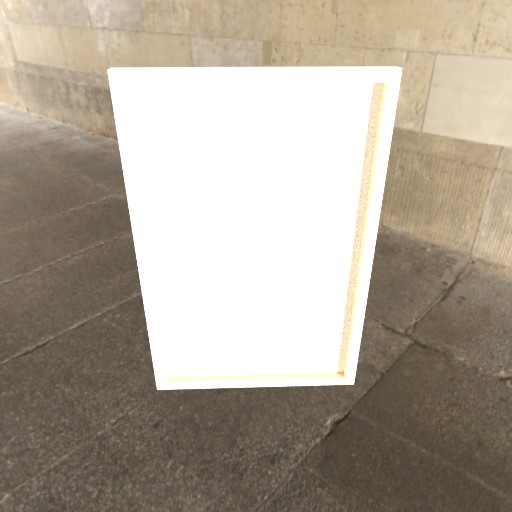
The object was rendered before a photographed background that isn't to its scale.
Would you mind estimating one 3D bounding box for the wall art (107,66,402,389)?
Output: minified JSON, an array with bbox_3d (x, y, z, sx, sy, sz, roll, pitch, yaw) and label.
[{"bbox_3d":[0.000,0.000,1.158,0.607,0.912,0.038,-1,30,-2],"label":"wall art"}]
